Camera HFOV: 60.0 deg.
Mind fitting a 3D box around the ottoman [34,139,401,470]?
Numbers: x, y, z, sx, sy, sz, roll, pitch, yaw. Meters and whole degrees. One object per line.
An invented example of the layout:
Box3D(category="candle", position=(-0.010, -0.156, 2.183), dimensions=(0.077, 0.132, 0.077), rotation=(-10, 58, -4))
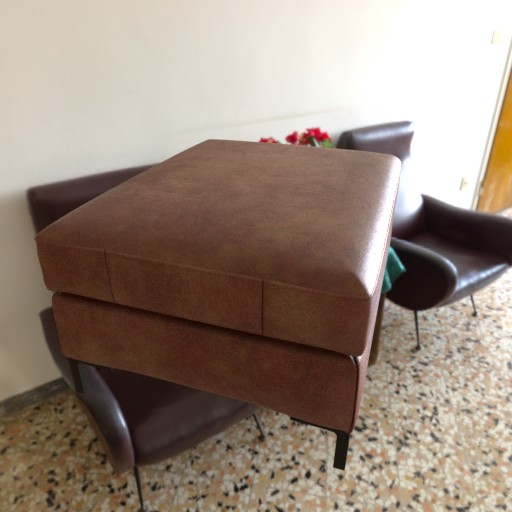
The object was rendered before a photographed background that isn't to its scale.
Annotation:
Box3D(category="ottoman", position=(0.000, 0.000, 1.725), dimensions=(0.965, 0.667, 1.186), rotation=(9, 30, 17))
